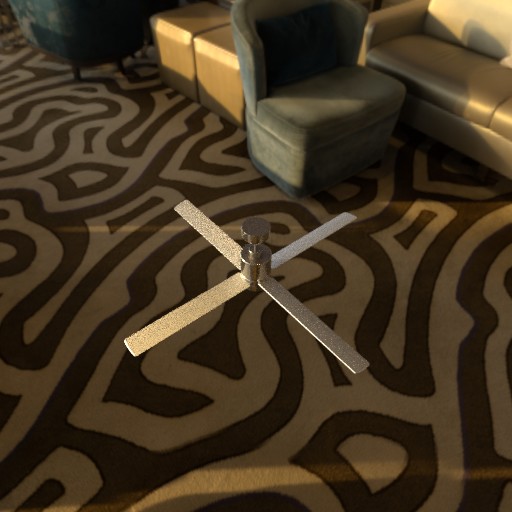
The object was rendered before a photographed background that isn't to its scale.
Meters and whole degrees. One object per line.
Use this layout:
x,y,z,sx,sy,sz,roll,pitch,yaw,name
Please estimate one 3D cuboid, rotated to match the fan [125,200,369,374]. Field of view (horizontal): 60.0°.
0.000,0.000,2.000,1.322,0.355,1.322,-30,53,-26,fan
